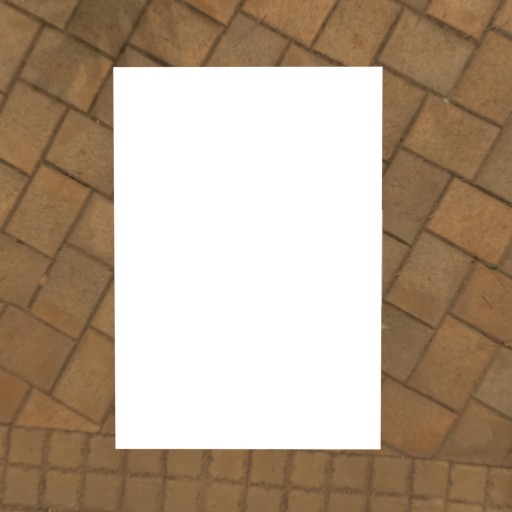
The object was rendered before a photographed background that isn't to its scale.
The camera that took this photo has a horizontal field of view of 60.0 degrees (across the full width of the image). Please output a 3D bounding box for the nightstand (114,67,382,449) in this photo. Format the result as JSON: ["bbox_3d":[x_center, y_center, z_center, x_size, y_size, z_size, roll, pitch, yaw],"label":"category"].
[{"bbox_3d":[0.000,0.000,0.742,0.325,0.460,0.441,0,91,0],"label":"nightstand"}]
